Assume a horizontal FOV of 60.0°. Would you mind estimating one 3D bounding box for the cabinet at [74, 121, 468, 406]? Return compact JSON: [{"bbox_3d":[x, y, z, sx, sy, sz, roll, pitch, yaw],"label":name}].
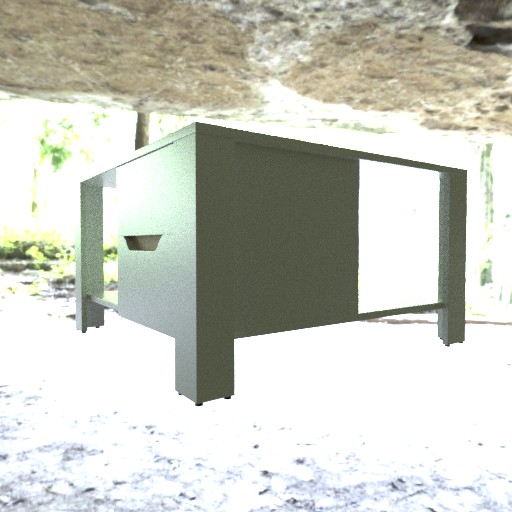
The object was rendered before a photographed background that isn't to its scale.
[{"bbox_3d":[0.000,0.000,1.266,0.800,0.460,0.800,-1,2,-35],"label":"cabinet"}]
